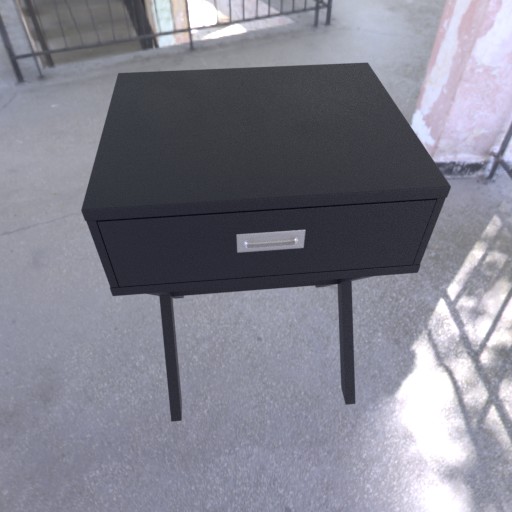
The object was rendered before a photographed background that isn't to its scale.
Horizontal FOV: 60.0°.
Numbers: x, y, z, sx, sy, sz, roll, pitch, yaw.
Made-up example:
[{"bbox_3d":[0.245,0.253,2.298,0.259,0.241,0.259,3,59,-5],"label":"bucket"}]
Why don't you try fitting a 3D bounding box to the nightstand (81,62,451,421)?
[{"bbox_3d":[0.000,0.000,0.931,0.479,0.623,0.402,-4,46,-4],"label":"nightstand"}]
